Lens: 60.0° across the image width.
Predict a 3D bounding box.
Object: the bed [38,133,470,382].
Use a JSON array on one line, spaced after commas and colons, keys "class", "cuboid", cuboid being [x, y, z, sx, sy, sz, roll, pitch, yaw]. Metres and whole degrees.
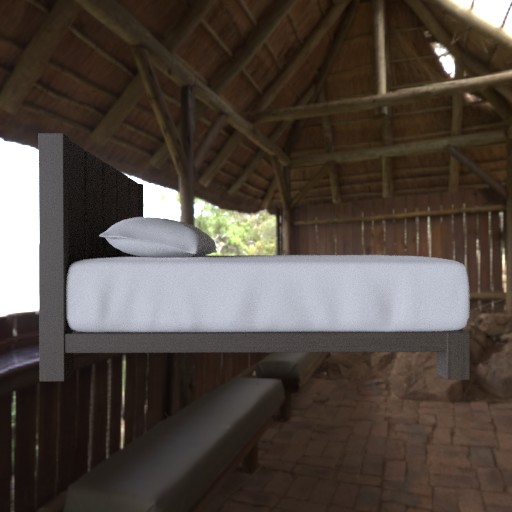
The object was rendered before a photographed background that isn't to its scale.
[{"class": "bed", "cuboid": [0.000, 0.000, 3.142, 2.242, 1.270, 1.727, 0, 1, -1]}]
